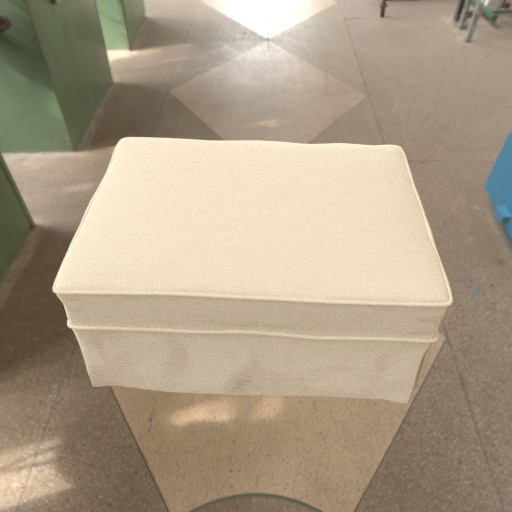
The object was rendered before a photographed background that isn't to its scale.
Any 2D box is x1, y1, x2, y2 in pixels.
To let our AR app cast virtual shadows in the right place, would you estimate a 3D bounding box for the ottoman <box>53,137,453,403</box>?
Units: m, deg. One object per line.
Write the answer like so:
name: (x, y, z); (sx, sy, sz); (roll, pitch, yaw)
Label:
ottoman: (0.000, 0.000, 1.330); (0.944, 0.479, 0.703); (2, 46, 2)
